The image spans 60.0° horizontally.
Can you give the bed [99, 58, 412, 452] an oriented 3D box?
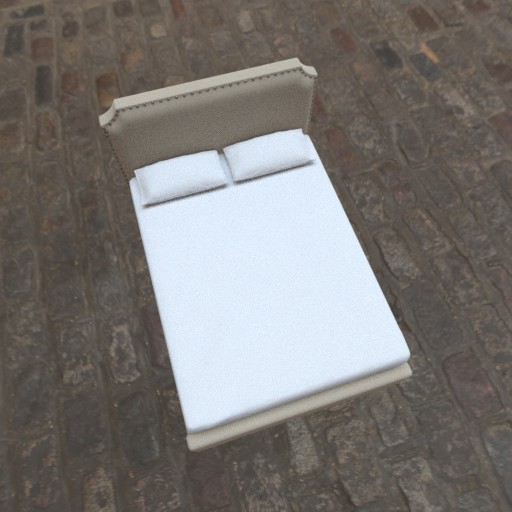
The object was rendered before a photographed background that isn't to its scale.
[{"bbox_3d":[0.000,0.000,3.401,1.703,1.415,2.329,-16,66,-7],"label":"bed"}]
